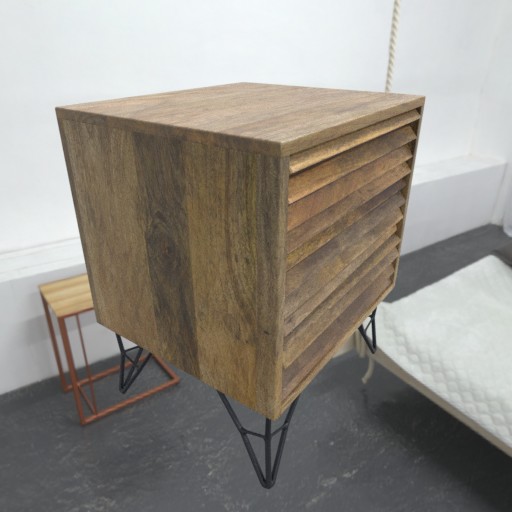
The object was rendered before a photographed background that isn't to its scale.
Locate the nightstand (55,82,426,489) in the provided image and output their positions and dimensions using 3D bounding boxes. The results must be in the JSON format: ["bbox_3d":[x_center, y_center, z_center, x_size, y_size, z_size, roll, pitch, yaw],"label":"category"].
[{"bbox_3d":[0.000,0.000,0.838,0.406,0.559,0.457,18,32,32],"label":"nightstand"}]
